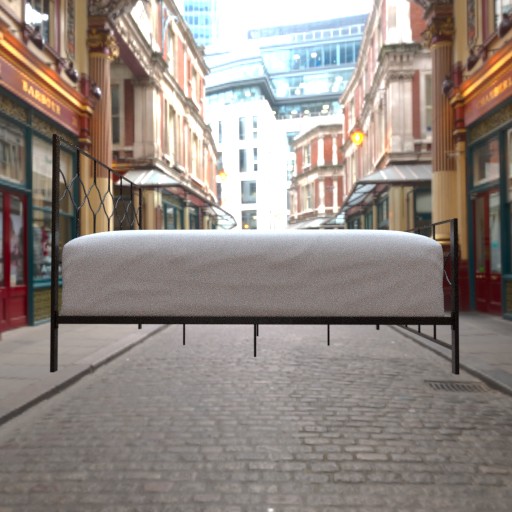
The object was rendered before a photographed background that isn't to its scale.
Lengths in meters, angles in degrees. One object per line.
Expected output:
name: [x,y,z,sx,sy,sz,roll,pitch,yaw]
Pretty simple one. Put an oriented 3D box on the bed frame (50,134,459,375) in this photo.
bed frame: [0.000,0.000,3.043,2.063,1.222,1.597,0,-1,1]
